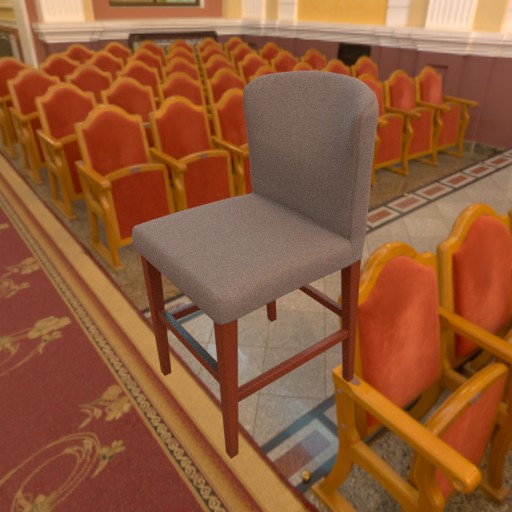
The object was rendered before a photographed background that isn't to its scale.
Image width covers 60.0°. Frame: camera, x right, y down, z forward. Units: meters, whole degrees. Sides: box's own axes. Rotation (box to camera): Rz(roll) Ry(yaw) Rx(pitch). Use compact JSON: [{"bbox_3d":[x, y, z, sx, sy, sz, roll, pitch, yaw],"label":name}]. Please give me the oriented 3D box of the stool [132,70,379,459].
[{"bbox_3d":[0.000,0.000,1.311,0.568,0.968,0.481,-21,36,-32],"label":"stool"}]
